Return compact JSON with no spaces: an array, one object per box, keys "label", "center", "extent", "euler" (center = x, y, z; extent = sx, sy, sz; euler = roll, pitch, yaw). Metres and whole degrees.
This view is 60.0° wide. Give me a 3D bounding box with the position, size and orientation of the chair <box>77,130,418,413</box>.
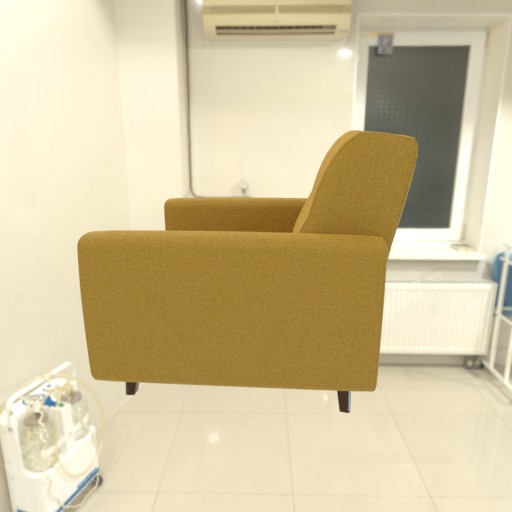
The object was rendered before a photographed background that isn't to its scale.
[{"label":"chair","center":[0.000,0.000,1.542],"extent":[0.909,0.841,0.831],"euler":[2,15,8]}]
